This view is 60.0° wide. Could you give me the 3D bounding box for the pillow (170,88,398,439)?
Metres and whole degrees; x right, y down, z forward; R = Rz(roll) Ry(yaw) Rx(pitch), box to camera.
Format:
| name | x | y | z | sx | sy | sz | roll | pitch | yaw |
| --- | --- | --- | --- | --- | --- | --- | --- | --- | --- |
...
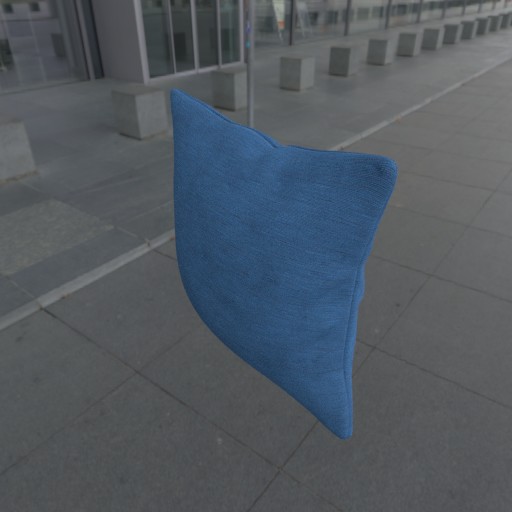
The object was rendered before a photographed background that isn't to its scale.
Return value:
| name | x | y | z | sx | sy | sz | roll | pitch | yaw |
| --- | --- | --- | --- | --- | --- | --- | --- | --- | --- |
| pillow | 0.000 | 0.000 | 0.668 | 0.177 | 0.420 | 0.437 | -22 | 38 | -31 |
